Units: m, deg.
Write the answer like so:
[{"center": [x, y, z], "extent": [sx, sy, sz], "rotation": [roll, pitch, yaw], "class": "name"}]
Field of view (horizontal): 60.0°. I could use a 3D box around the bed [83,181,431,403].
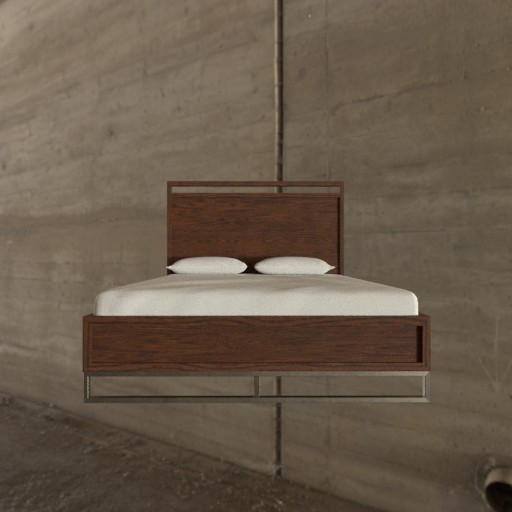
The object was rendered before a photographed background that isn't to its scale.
[{"center": [0.000, 0.000, 3.352], "extent": [1.765, 1.487, 2.218], "rotation": [0, 0, 0], "class": "bed"}]
